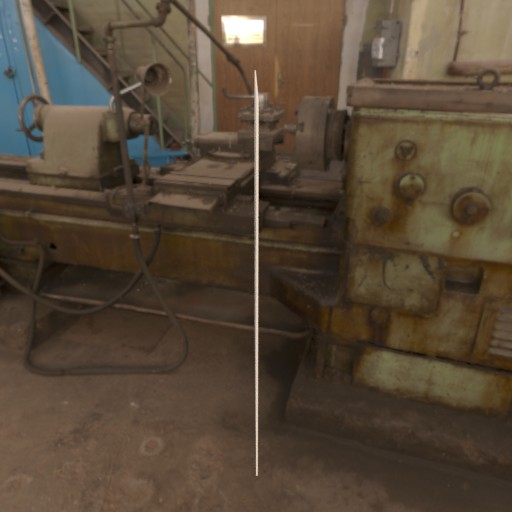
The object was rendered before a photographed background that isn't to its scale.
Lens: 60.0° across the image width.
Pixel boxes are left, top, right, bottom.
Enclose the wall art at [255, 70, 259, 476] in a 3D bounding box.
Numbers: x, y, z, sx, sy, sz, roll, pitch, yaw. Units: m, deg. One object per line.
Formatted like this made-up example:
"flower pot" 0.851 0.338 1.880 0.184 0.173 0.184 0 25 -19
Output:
"wall art" 0.000 0.000 0.825 0.003 0.610 0.457 0 26 0
